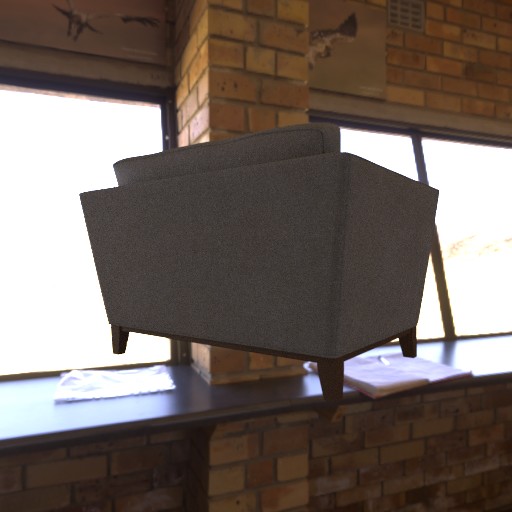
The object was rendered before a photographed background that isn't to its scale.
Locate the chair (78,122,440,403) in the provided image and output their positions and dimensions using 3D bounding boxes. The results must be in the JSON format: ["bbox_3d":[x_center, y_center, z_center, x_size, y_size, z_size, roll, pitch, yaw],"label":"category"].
[{"bbox_3d":[0.000,0.000,2.066,1.396,0.942,0.965,0,0,37],"label":"chair"}]
